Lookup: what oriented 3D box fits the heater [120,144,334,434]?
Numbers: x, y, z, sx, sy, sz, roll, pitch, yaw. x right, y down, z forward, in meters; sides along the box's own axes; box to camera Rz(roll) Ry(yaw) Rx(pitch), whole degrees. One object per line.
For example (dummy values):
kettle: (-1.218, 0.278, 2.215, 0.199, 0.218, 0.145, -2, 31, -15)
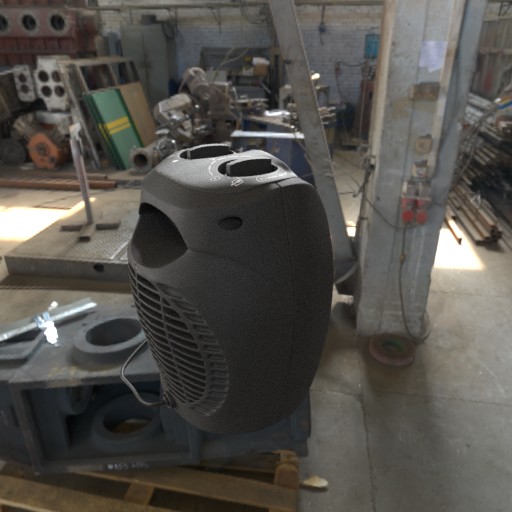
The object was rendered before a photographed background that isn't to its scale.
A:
heater: (0.000, 0.000, 0.463, 0.291, 0.240, 0.239, -18, 31, -33)
